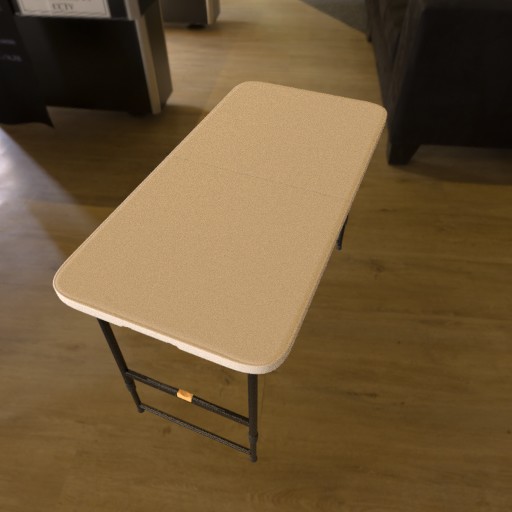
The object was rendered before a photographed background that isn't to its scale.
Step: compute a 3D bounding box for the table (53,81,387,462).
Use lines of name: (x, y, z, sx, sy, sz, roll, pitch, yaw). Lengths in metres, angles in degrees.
table: (0.000, 0.000, 1.641, 0.611, 0.737, 1.245, 17, 49, 15)
